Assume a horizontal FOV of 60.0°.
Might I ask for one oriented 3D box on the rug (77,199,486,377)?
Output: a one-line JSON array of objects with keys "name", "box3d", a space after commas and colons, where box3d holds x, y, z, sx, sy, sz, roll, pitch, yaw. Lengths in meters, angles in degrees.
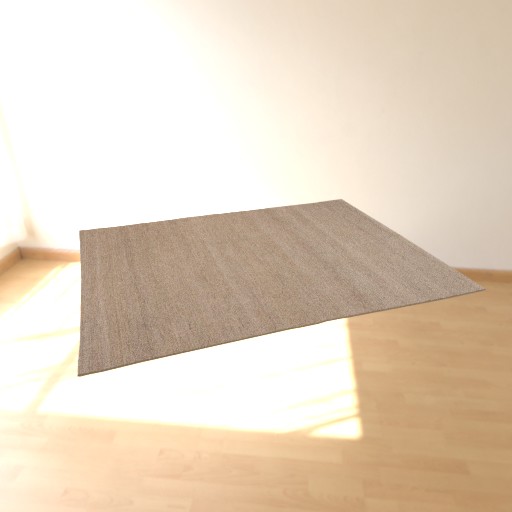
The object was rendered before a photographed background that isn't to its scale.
[{"name": "rug", "box3d": [0.000, 0.000, 4.274, 3.245, 0.046, 2.467, -9, 27, -17]}]
